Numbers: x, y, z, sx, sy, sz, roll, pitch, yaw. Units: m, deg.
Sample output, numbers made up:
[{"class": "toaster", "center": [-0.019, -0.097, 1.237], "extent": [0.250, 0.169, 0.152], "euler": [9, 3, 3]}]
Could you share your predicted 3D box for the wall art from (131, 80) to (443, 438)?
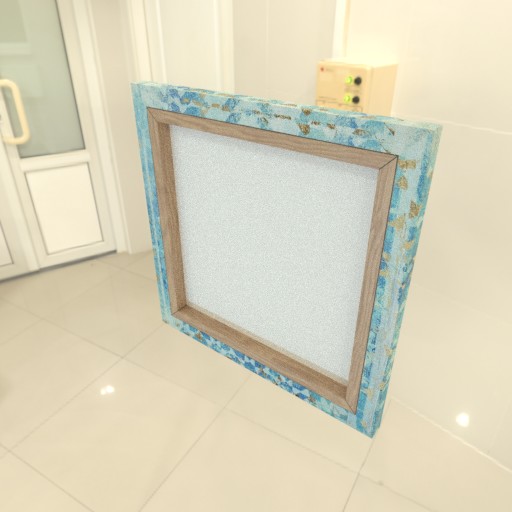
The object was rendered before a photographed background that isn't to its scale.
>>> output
[{"class": "wall art", "center": [0.000, 0.000, 0.899], "extent": [0.609, 0.609, 0.040], "euler": [21, 36, 32]}]
